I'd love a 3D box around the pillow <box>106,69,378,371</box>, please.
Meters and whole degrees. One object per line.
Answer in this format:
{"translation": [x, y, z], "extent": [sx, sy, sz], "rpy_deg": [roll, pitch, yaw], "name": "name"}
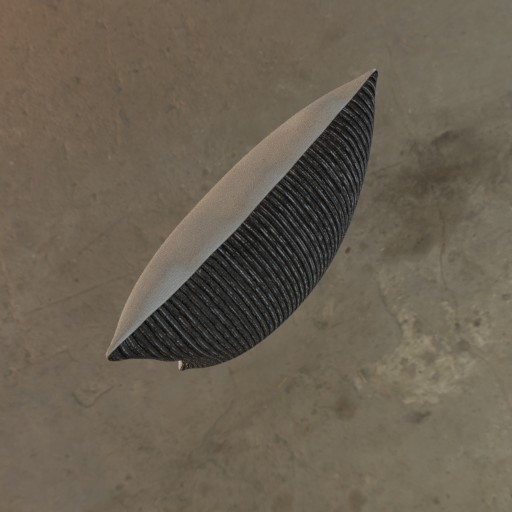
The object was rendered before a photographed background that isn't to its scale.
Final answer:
{"translation": [0.000, 0.000, 0.672], "extent": [0.196, 0.434, 0.433], "rpy_deg": [40, 78, 10], "name": "pillow"}
